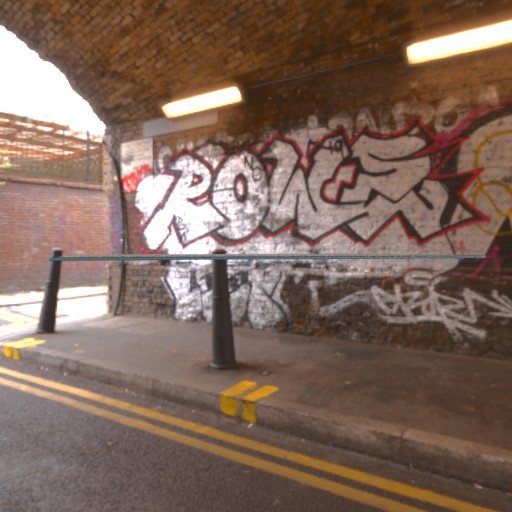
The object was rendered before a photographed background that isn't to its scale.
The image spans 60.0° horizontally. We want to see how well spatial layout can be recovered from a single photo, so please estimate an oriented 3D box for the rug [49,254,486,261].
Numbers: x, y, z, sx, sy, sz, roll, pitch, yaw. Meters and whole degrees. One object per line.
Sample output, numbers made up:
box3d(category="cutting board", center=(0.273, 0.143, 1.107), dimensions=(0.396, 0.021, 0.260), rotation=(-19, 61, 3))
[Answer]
box3d(category="rug", center=(0.000, 0.000, 2.329), dimensions=(1.833, 0.012, 1.211), rotation=(0, 1, -18))
